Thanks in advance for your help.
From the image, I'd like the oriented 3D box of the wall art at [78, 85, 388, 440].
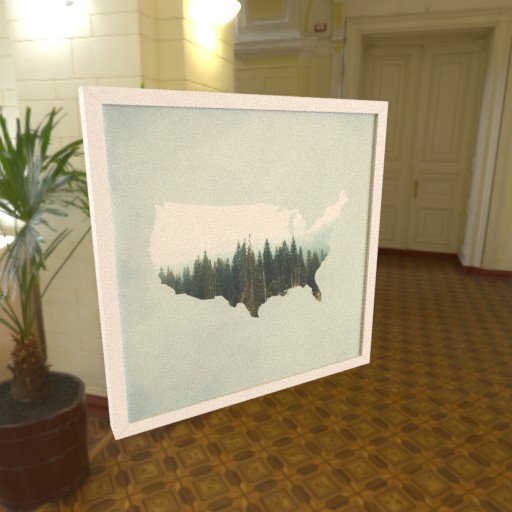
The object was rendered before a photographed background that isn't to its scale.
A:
[{"bbox_3d":[0.000,0.000,0.746,0.509,0.509,0.040,-8,17,-27],"label":"wall art"}]
